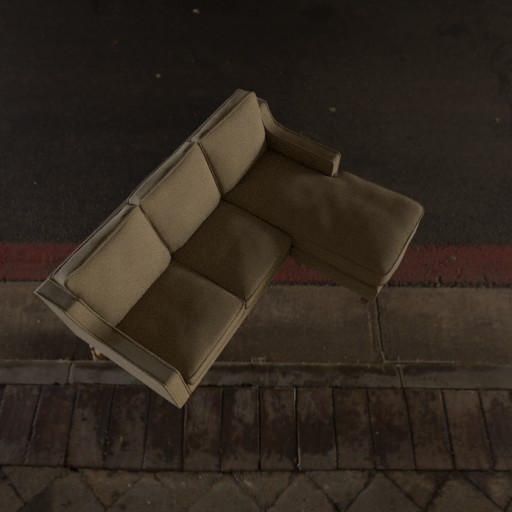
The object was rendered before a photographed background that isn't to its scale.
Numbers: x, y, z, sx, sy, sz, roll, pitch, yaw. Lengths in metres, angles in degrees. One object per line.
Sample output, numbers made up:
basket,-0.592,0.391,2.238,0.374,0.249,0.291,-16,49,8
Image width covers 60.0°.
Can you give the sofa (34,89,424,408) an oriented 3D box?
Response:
sofa,0.000,0.000,3.323,1.858,1.066,2.317,29,63,16
